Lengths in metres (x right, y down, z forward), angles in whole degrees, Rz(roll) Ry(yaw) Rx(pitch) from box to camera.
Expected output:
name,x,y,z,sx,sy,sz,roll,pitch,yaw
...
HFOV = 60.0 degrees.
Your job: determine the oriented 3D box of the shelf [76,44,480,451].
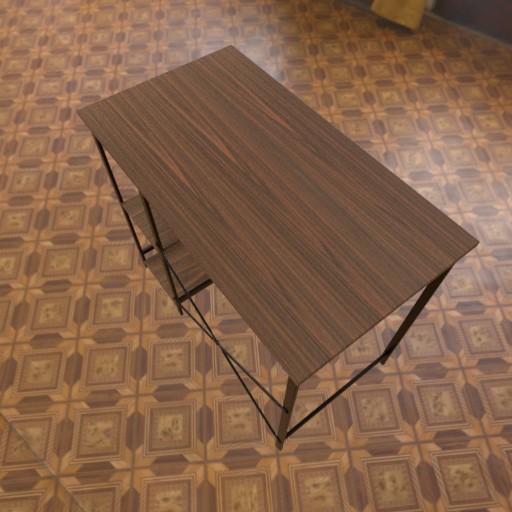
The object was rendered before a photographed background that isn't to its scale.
name,x,y,z,sx,sy,sz,roll,pitch,yaw
shelf,0.000,0.000,1.358,0.498,0.750,0.902,-32,62,-19
